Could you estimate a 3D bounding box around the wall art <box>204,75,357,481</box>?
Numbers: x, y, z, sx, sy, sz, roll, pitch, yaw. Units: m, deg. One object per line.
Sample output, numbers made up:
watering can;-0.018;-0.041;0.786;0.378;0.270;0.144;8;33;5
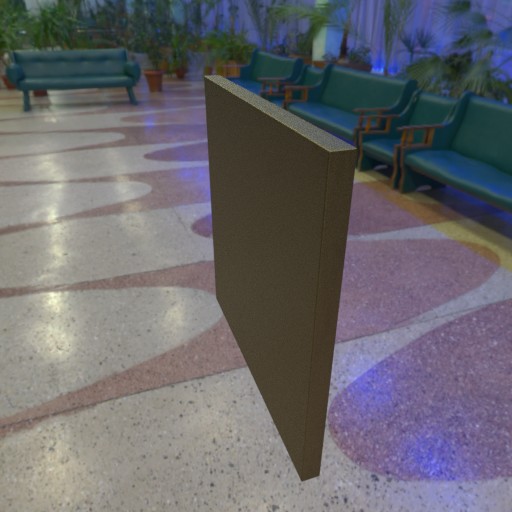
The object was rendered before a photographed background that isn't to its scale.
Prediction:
wall art;0.000;0.000;0.750;0.031;0.506;0.503;-10;31;-17
